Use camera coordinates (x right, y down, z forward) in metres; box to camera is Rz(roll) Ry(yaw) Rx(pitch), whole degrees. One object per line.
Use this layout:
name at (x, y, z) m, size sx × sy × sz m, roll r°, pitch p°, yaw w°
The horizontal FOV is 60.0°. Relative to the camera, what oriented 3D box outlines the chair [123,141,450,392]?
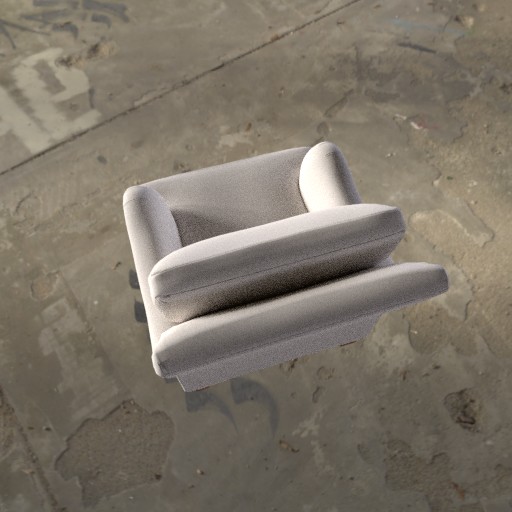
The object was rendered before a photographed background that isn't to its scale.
chair at (0.000, 0.000, 1.870) m, size 0.955 × 1.038 × 1.070 m, roll -15°, pitch 60°, yaw -9°
